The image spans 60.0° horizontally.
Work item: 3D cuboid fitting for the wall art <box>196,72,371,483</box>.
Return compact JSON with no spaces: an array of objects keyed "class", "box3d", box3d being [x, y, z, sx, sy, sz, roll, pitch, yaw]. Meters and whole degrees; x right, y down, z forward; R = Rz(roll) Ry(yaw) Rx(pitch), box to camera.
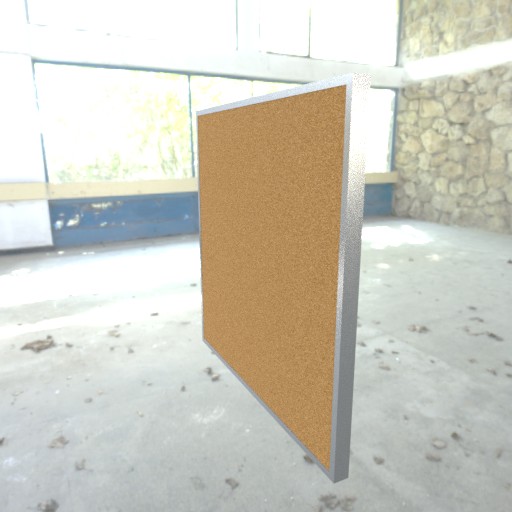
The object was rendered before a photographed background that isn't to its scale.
[{"class":"wall art","box3d":[0.000,0.000,1.196,0.038,0.806,0.806,-7,15,-26]}]
